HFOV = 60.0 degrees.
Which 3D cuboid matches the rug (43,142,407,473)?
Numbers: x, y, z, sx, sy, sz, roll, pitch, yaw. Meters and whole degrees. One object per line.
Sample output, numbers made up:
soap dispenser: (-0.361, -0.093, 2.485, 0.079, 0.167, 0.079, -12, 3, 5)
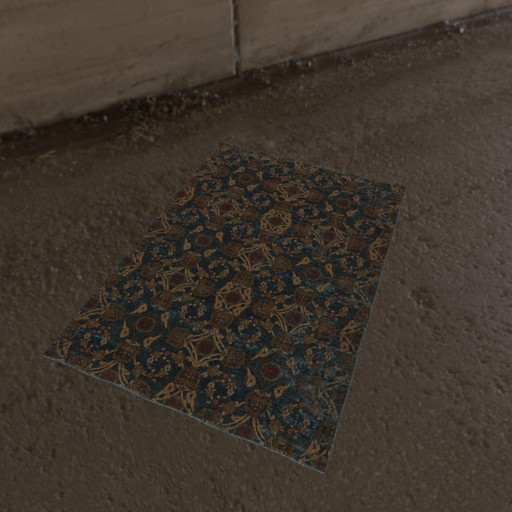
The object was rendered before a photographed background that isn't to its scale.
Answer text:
rug: (0.000, 0.000, 4.269, 2.337, 0.013, 3.291, 17, 49, 15)
